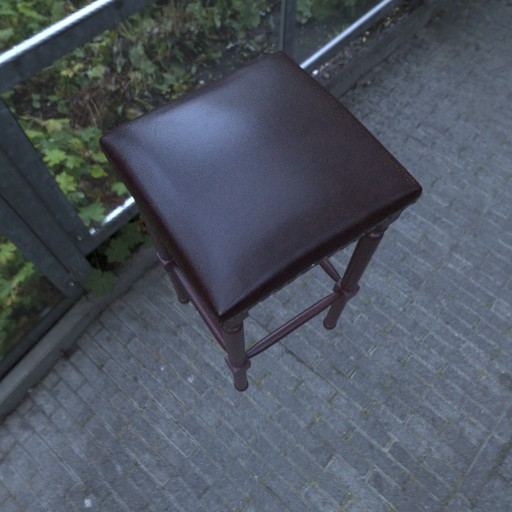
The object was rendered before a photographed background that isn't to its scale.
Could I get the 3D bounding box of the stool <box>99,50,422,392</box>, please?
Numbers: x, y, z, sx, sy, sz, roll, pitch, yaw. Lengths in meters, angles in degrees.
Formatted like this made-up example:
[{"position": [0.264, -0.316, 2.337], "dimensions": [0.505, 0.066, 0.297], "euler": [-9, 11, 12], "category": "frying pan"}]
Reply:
[{"position": [0.000, 0.000, 1.007], "dimensions": [0.382, 0.768, 0.383], "euler": [-31, 68, -15], "category": "stool"}]
